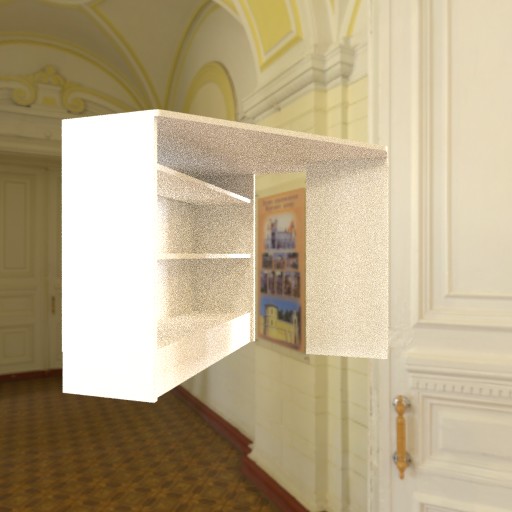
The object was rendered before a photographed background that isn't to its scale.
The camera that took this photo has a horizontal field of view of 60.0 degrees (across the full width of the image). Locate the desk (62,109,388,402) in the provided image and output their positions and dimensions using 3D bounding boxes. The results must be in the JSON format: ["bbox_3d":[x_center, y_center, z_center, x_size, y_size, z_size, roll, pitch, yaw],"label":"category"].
[{"bbox_3d":[0.000,0.000,1.640,0.926,0.818,0.940,0,0,17],"label":"desk"}]
